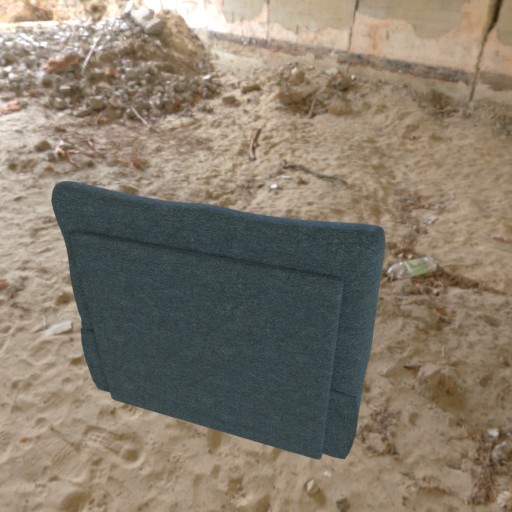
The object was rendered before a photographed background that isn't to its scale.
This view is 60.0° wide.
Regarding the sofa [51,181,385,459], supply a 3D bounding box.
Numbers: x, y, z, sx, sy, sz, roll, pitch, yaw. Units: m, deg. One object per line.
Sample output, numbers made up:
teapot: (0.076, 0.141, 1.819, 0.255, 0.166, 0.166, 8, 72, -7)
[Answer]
sofa: (0.000, 0.000, 1.673, 0.930, 0.820, 1.000, 10, 33, 16)
